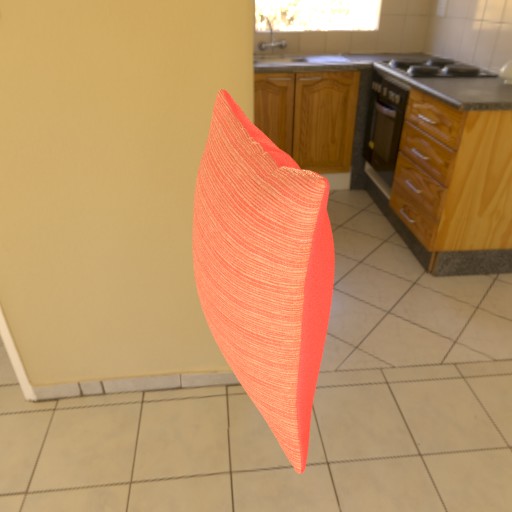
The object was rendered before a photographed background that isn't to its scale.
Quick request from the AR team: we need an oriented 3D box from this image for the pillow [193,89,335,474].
[{"bbox_3d":[0.000,0.000,0.813,0.229,0.501,0.559,-8,32,-13],"label":"pillow"}]
